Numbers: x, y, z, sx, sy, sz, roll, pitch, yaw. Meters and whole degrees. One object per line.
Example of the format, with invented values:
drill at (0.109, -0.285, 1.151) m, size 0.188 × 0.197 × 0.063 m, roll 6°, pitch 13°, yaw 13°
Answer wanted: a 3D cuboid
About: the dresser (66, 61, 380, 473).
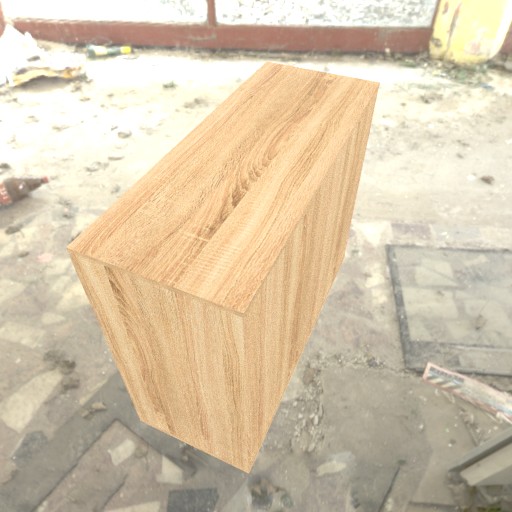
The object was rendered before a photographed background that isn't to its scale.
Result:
dresser at (0.000, 0.000, 1.583) m, size 0.450 × 0.900 × 1.100 m, roll 18°, pitch 48°, yaw 17°
